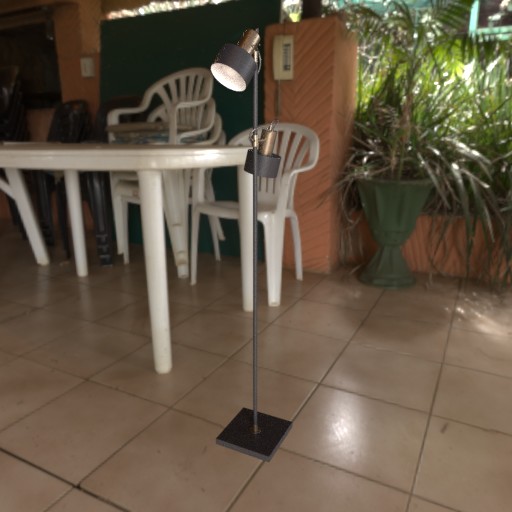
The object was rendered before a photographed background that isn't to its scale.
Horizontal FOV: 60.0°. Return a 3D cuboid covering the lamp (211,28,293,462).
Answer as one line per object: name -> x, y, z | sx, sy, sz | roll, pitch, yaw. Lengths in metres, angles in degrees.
lamp -> 0.000, 0.000, 1.603 | 0.233, 1.505, 0.315 | 8, 17, 25
